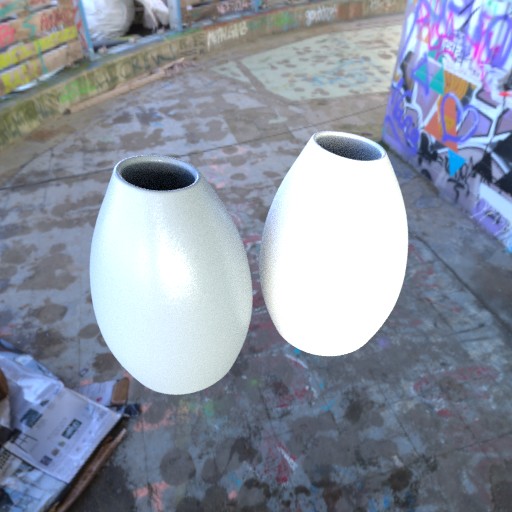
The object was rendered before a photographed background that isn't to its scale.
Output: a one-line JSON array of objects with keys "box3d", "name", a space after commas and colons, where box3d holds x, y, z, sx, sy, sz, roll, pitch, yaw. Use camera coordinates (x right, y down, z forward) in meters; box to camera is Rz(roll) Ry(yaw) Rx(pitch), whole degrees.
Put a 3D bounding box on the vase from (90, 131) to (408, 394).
[{"box3d": [0.000, 0.000, 0.256, 0.187, 0.131, 0.089, -11, 41, -13], "name": "vase"}]
